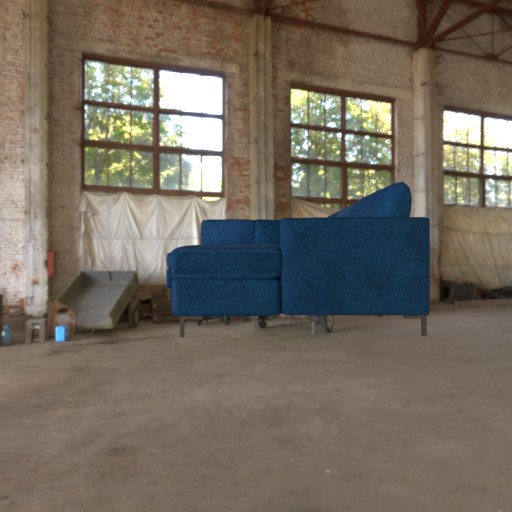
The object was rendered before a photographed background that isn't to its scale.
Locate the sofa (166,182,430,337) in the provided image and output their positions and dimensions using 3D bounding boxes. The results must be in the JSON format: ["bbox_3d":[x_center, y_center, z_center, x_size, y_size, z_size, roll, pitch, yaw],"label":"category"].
[{"bbox_3d":[0.000,0.000,4.352,2.055,0.992,3.434,0,0,-1],"label":"sofa"}]
